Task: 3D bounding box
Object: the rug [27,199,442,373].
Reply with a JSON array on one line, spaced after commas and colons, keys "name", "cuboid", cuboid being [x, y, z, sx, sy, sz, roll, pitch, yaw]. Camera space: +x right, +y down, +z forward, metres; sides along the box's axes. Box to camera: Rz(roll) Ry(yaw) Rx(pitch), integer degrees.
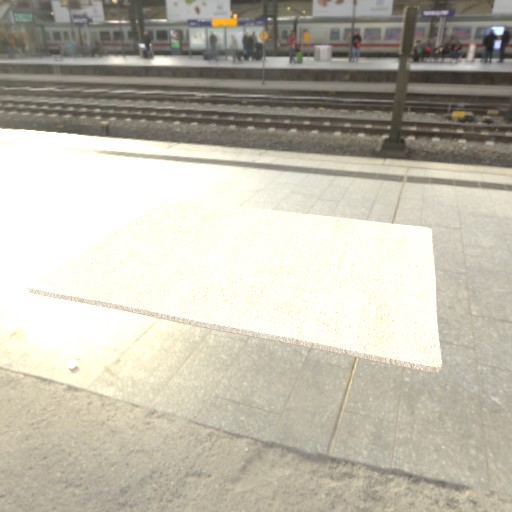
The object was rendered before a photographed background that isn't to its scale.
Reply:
[{"name": "rug", "cuboid": [0.000, 0.000, 2.101, 1.600, 0.027, 1.200, 8, 27, 16]}]
